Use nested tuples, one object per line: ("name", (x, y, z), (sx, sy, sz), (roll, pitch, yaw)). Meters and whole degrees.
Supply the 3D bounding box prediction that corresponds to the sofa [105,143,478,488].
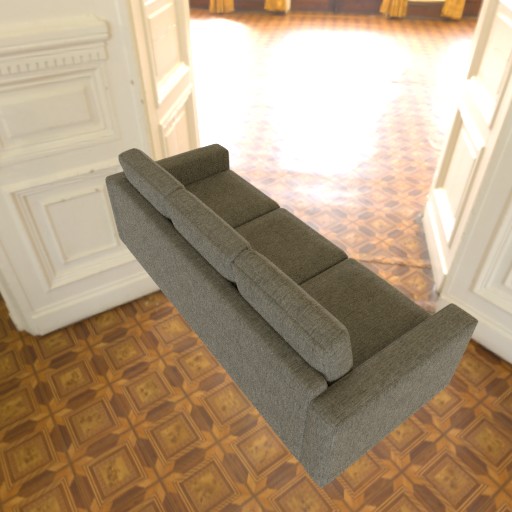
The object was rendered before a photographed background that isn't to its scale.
("sofa", (0.000, 0.000, 2.509), (0.900, 0.800, 2.160), (-25, 46, -27))
